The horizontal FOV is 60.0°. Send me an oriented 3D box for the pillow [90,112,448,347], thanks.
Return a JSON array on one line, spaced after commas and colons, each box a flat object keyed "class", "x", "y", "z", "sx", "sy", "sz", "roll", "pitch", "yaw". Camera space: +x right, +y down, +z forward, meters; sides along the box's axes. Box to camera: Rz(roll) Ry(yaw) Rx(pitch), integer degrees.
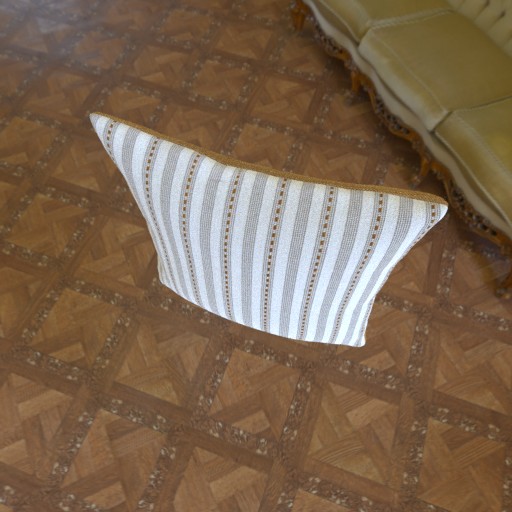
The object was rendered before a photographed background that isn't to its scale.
[{"class": "pillow", "x": 0.000, "y": 0.000, "z": 0.683, "sx": 0.432, "sy": 0.437, "sz": 0.147, "roll": 16, "pitch": 61, "yaw": 9}]
